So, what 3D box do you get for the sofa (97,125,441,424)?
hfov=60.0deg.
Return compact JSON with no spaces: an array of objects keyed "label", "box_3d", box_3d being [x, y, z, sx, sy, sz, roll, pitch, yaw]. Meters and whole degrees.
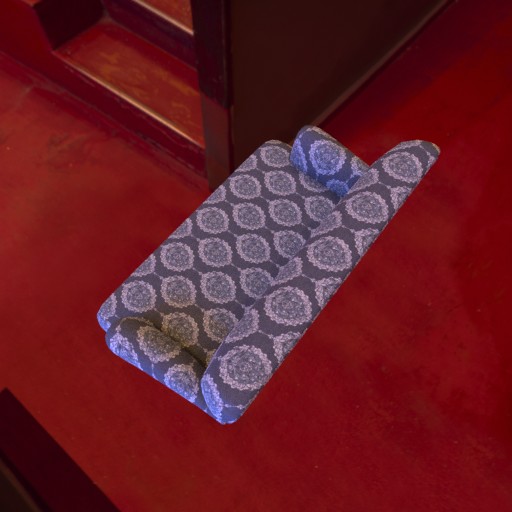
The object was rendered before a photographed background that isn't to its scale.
[{"label":"sofa","box_3d":[0.000,0.000,1.843,0.779,0.867,1.297,35,68,16]}]
